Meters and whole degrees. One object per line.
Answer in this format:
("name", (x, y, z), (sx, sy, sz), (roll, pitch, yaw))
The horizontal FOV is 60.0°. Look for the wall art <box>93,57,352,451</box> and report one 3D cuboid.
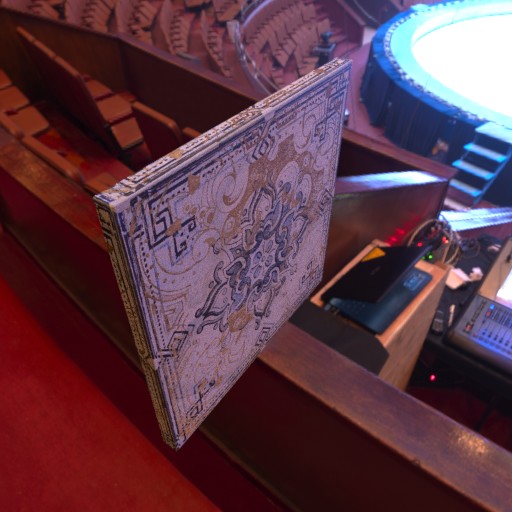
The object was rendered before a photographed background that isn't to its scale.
("wall art", (0.000, 0.000, 0.893), (0.036, 0.607, 0.609), (25, 47, 26))
